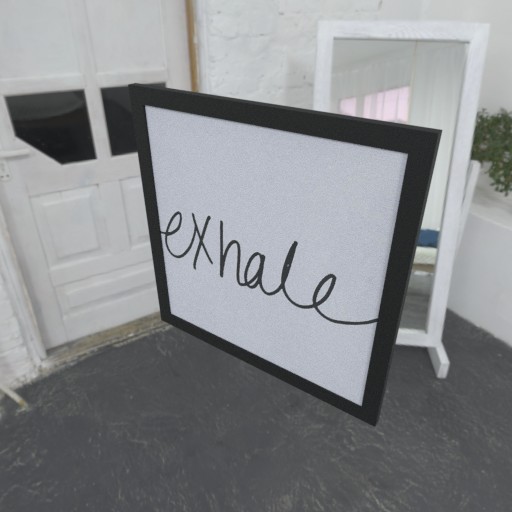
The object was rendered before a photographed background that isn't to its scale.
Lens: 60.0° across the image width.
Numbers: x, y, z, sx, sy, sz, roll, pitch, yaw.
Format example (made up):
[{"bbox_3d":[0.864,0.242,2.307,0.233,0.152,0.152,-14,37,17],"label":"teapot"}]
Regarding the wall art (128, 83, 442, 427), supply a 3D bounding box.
[{"bbox_3d":[0.000,0.000,0.534,0.358,0.357,0.012,20,36,29],"label":"wall art"}]
